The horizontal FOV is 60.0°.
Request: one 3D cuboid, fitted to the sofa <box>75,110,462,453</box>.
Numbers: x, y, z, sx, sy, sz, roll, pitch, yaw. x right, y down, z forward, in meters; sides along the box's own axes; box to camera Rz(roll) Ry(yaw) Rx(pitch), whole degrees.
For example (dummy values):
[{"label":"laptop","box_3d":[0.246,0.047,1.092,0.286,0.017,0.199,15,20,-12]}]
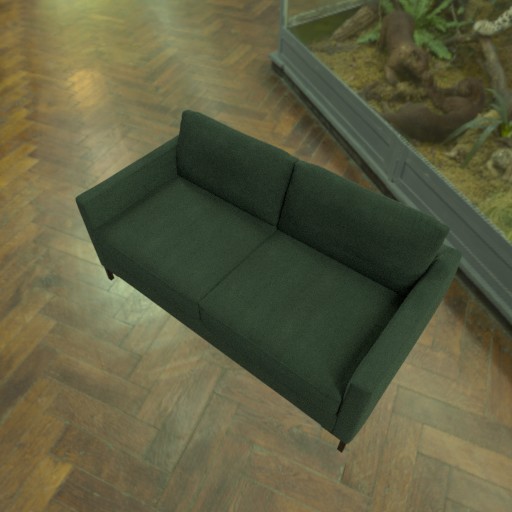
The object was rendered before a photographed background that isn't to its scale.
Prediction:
[{"label":"sofa","box_3d":[0.000,0.000,2.216,1.676,0.817,0.875,30,55,25]}]
